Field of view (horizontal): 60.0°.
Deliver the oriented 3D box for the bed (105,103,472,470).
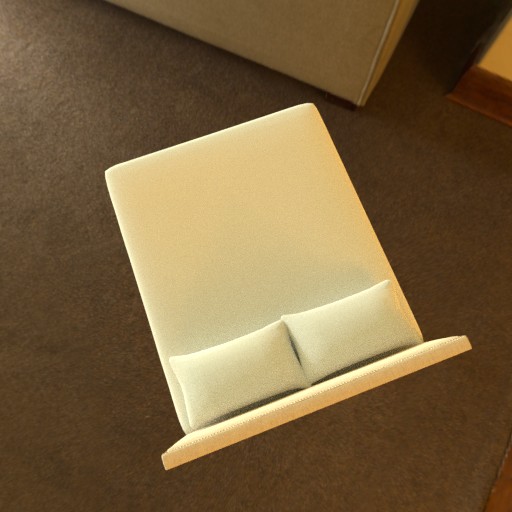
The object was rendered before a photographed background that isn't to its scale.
[{"bbox_3d":[0.000,0.000,2.813,1.616,1.016,1.876,-20,76,-5],"label":"bed"}]
